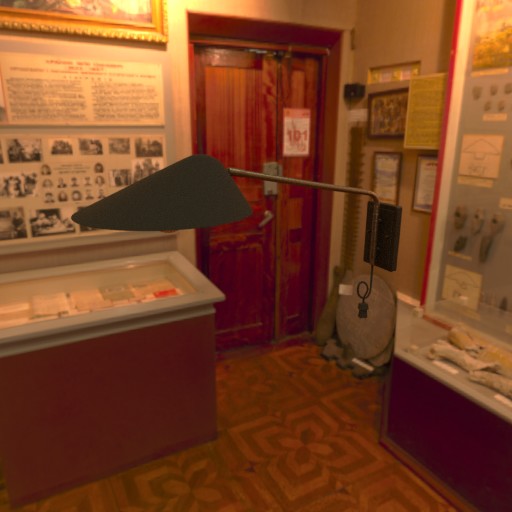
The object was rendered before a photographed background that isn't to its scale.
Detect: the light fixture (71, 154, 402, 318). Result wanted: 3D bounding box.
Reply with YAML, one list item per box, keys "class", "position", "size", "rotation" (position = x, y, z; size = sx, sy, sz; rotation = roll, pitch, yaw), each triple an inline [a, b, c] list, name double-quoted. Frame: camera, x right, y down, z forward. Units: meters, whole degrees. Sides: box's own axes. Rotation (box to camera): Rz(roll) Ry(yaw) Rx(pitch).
- class: "light fixture"
  position: [0.000, 0.000, 0.687]
  size: [0.516, 0.312, 0.240]
  rotation: [-8, 18, -25]
